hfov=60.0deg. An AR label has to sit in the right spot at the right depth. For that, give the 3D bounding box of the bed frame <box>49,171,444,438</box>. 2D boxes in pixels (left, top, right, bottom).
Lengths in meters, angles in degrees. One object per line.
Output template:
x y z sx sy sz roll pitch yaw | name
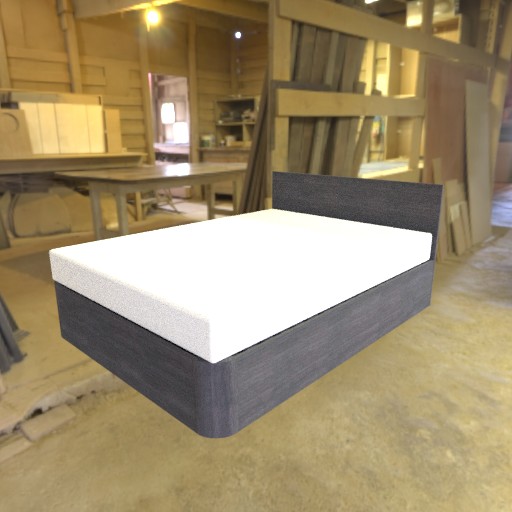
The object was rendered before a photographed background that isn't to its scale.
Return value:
0.000 0.000 2.648 1.400 0.800 1.900 14 21 42 | bed frame
